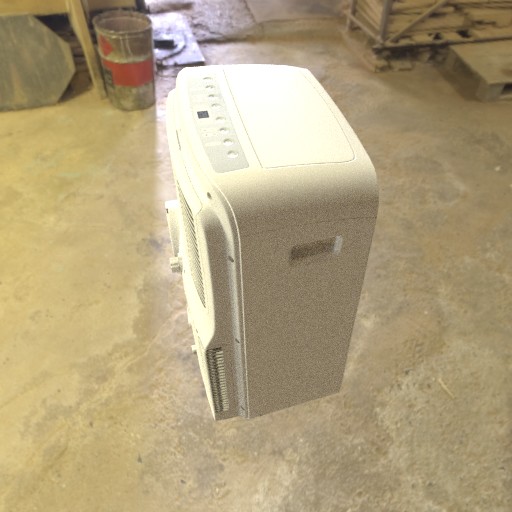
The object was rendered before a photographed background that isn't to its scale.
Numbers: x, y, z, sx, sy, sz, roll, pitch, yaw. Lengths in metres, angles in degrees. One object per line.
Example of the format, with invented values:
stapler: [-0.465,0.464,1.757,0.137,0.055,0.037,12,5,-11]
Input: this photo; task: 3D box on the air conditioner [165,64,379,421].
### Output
air conditioner: [0.000,0.000,0.962,0.365,0.700,0.454,-10,49,-9]
